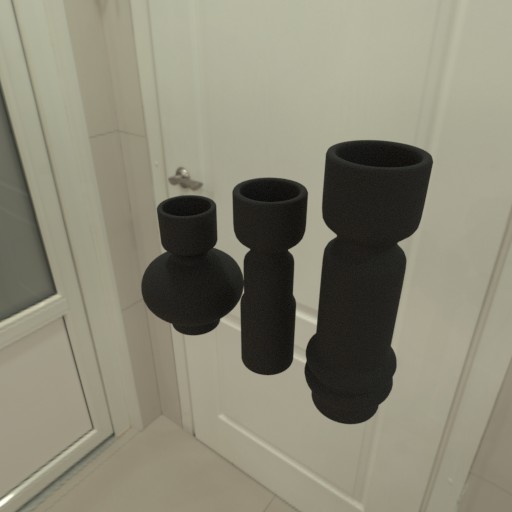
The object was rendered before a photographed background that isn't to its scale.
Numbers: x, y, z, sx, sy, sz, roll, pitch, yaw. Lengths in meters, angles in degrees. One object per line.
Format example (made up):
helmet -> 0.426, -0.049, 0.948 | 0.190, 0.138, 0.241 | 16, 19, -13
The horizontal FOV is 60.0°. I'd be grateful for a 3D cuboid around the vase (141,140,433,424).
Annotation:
vase -> 0.000, 0.000, 0.440 | 0.307, 0.249, 0.120 | 21, 36, 32
